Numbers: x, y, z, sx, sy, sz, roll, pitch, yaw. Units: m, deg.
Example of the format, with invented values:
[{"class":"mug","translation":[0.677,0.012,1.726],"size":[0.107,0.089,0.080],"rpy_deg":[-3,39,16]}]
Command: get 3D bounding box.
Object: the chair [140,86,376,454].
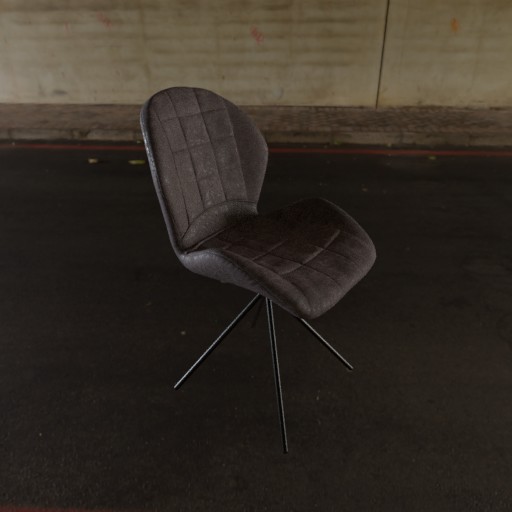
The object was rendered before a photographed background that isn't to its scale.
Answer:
[{"class":"chair","translation":[0.000,0.000,1.352],"size":[0.640,0.934,0.527],"rpy_deg":[18,32,32]}]
